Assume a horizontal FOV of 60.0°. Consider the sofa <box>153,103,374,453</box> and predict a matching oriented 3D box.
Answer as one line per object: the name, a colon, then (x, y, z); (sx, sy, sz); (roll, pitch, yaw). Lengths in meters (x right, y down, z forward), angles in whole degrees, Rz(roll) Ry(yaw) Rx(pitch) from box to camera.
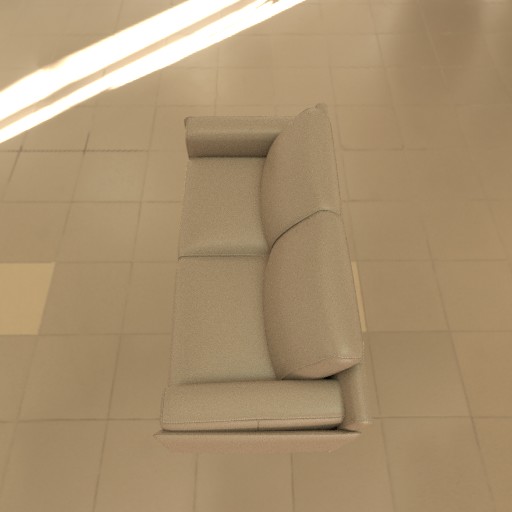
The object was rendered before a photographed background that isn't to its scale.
sofa: (0.000, 0.000, 2.619); (1.049, 0.930, 2.101); (-1, 59, -1)
